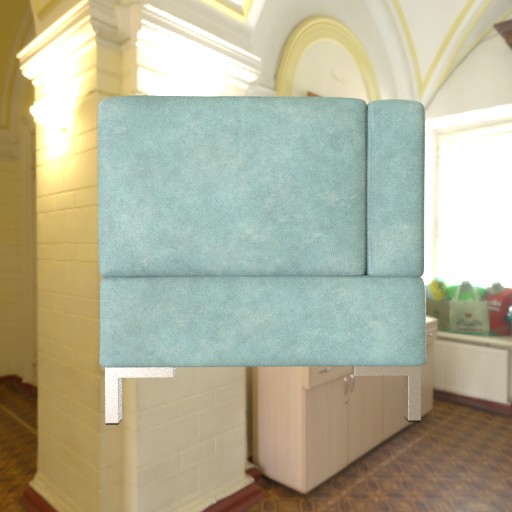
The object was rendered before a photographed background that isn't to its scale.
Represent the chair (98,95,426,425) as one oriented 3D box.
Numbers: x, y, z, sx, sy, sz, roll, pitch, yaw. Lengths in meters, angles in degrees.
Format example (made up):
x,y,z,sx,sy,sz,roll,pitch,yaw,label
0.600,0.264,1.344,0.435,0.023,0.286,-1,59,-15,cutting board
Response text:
x,y,z,sx,sy,sz,roll,pitch,yaw,label
0.000,0.000,1.207,0.684,0.660,0.691,0,1,-1,chair
